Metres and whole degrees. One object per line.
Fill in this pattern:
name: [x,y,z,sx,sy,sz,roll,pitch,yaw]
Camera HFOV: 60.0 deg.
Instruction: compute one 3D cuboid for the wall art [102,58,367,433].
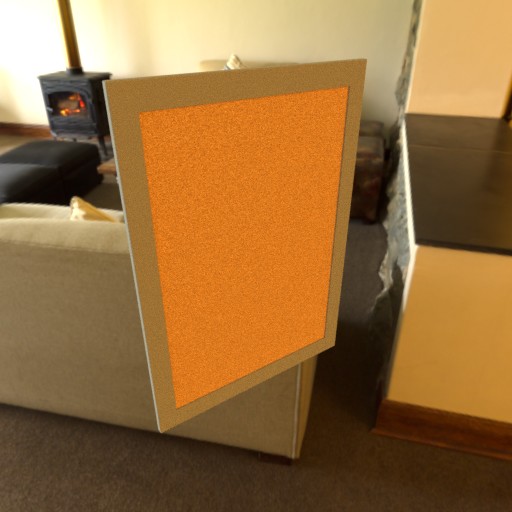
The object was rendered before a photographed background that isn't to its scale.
wall art: [0.000,0.000,0.672,0.374,0.529,0.012,-19,35,-29]
